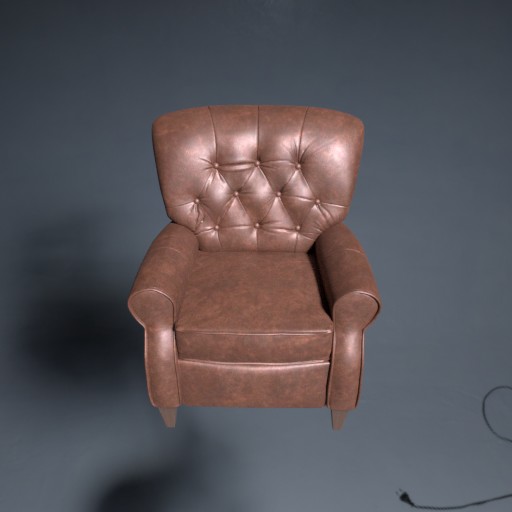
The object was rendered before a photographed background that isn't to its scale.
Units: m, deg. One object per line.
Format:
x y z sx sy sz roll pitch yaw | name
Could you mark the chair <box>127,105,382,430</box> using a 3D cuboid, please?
0.000 0.000 1.984 0.979 1.162 1.031 1 29 1 | chair
